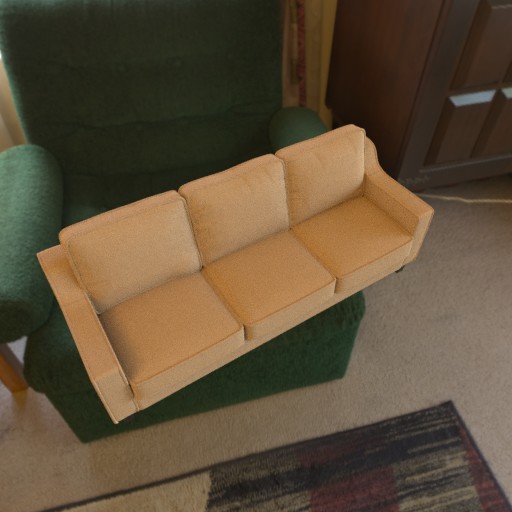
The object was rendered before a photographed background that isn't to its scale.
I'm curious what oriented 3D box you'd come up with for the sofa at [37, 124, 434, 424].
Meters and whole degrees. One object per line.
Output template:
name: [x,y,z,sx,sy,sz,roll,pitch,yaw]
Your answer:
sofa: [0.000,0.000,2.598,2.131,0.902,0.791,-25,51,-21]
